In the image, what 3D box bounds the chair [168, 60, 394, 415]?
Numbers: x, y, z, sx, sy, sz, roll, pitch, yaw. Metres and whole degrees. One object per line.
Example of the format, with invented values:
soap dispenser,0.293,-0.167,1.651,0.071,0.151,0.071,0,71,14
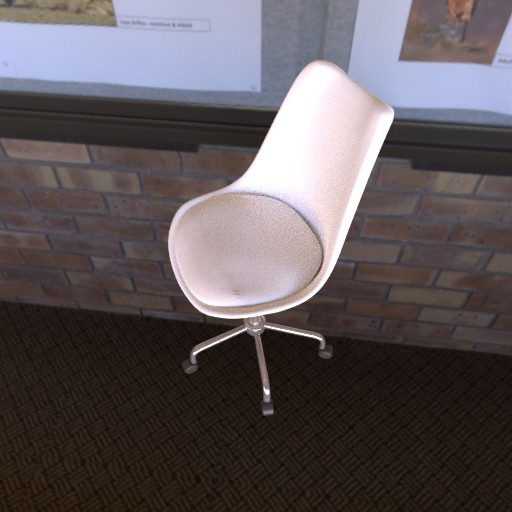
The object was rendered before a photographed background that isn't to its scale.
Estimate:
chair,0.000,0.000,1.273,0.550,0.930,0.550,-19,50,-17
